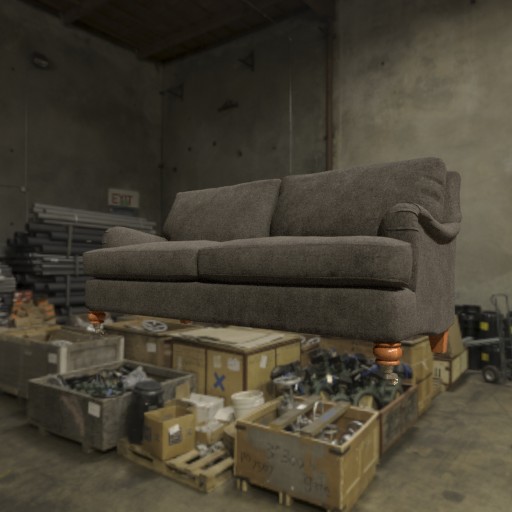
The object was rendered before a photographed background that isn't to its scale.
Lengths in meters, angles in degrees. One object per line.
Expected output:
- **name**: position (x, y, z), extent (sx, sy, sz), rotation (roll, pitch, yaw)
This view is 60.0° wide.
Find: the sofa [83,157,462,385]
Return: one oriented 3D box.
- **sofa**: position (0.000, 0.000, 2.693), extent (2.160, 1.054, 1.087), rotation (-1, -1, 37)
